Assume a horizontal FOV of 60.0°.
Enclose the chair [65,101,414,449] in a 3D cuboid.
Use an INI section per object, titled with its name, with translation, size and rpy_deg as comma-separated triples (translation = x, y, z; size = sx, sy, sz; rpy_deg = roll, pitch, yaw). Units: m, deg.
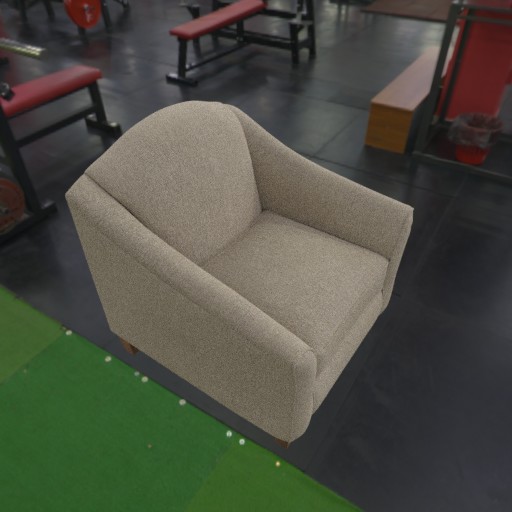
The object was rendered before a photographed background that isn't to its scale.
[chair]
translation = 0.000, 0.000, 1.479
size = 0.787, 0.839, 0.763
rpy_deg = 25, 47, 26
